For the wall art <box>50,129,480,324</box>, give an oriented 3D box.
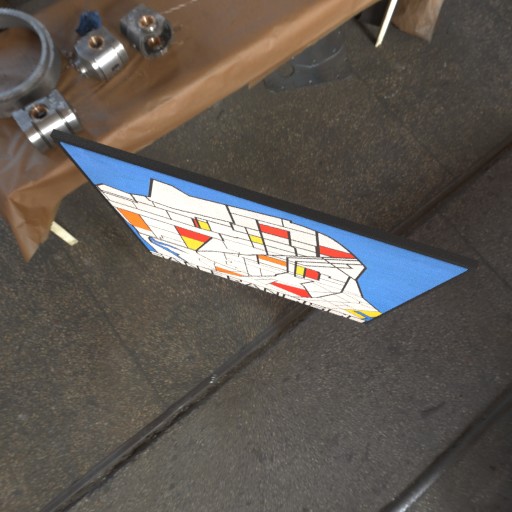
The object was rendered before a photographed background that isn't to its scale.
[{"bbox_3d":[0.000,0.000,0.973,0.664,0.663,0.015,18,75,5],"label":"wall art"}]
